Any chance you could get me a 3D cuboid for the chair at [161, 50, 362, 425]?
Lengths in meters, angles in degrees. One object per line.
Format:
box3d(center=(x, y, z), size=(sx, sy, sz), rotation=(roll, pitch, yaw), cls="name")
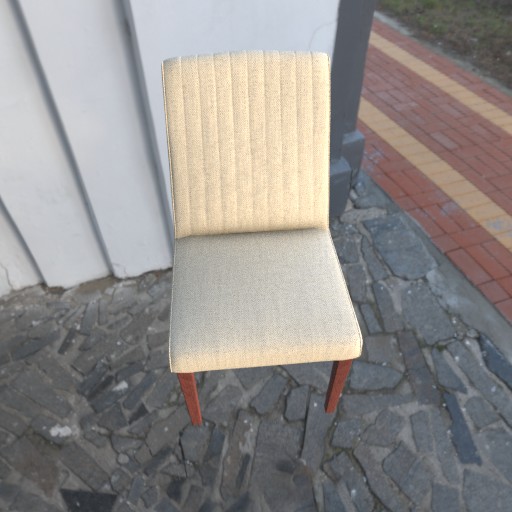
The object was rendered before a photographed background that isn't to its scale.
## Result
box3d(center=(0.000, 0.000, 1.238), size=(0.480, 0.900, 0.594), rotation=(-4, 47, -4), cls="chair")
